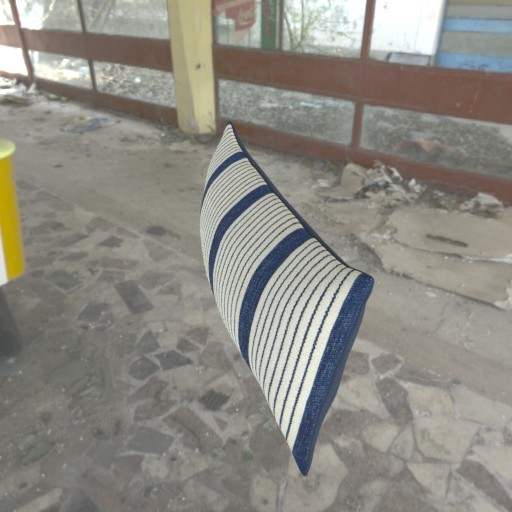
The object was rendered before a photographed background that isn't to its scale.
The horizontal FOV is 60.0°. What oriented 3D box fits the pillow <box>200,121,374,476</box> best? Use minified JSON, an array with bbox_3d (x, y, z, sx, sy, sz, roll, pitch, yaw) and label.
[{"bbox_3d":[0.000,0.000,0.736,0.156,0.292,0.608,-8,32,-14],"label":"pillow"}]
